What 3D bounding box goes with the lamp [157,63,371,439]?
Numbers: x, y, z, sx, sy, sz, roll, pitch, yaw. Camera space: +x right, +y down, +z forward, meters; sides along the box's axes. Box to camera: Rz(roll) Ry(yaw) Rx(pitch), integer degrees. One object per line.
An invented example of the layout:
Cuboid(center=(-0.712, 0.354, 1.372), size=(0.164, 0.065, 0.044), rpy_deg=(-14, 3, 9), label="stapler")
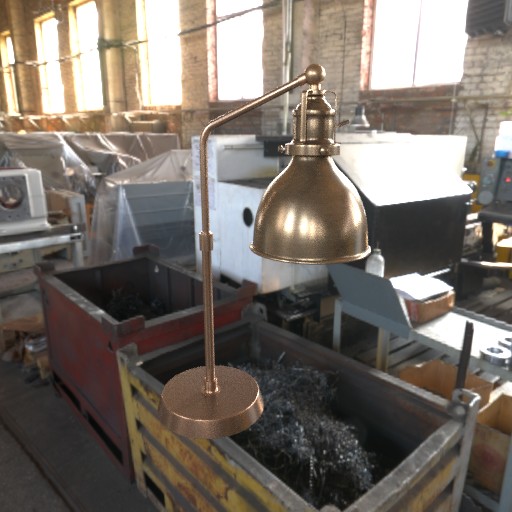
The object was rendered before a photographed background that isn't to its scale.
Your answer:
Cuboid(center=(0.000, 0.000, 0.572), size=(0.286, 0.456, 0.153), rpy_deg=(3, 16, 10), label="lamp")
